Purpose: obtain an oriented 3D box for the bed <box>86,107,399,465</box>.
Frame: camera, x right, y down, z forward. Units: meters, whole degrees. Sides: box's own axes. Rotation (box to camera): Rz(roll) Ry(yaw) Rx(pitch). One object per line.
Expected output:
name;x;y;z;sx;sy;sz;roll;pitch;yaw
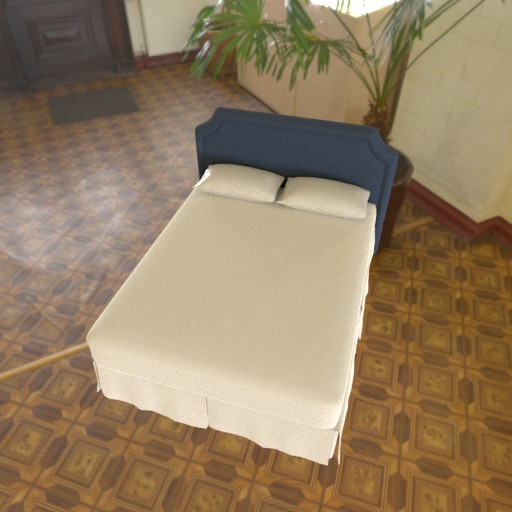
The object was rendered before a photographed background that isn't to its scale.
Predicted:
bed;0.000;0.000;3.388;1.831;1.297;2.260;12;43;13
